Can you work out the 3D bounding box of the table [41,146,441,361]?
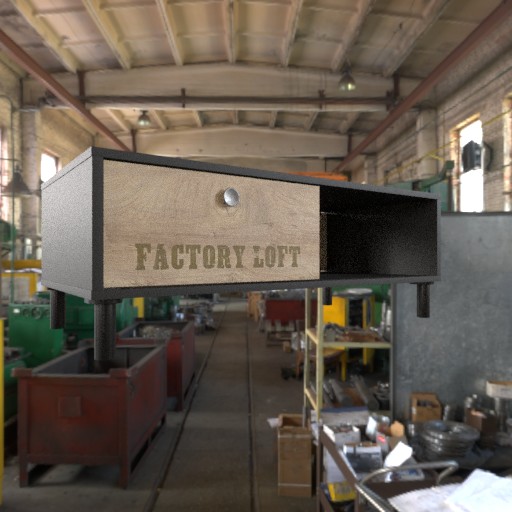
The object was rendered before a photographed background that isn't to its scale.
[{"bbox_3d":[0.000,0.000,1.339,1.100,0.400,0.550,0,0,-35],"label":"table"}]
